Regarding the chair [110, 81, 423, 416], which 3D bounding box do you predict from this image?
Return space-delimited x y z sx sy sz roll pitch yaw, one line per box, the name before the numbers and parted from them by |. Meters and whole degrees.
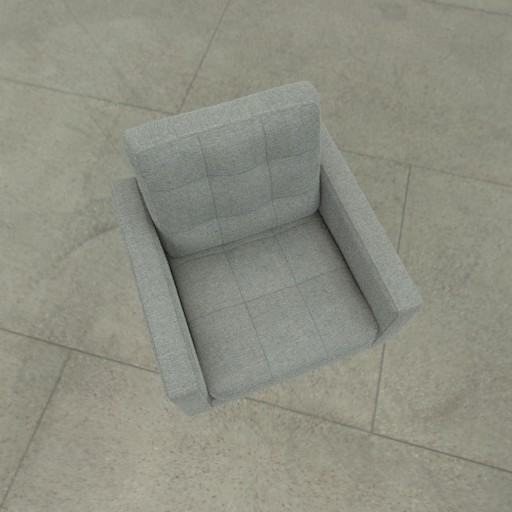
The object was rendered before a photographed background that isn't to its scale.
chair | 0.000 0.000 1.563 0.821 0.880 0.843 -18 66 -9
